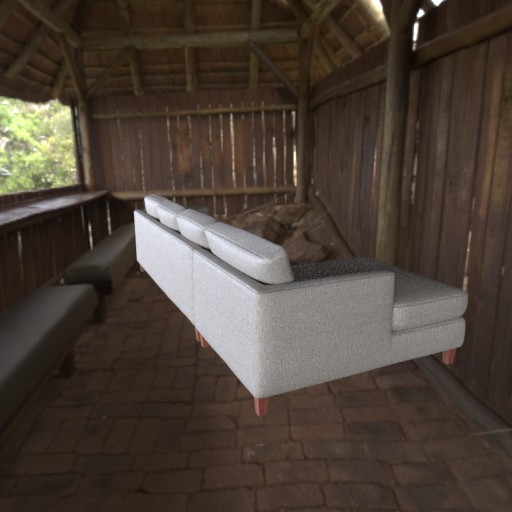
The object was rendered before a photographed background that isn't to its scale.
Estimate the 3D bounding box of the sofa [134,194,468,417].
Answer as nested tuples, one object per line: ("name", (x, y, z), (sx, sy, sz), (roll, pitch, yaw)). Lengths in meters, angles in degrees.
("sofa", (0.000, 0.000, 3.811), (1.502, 0.876, 3.201), (-6, 15, -24))
